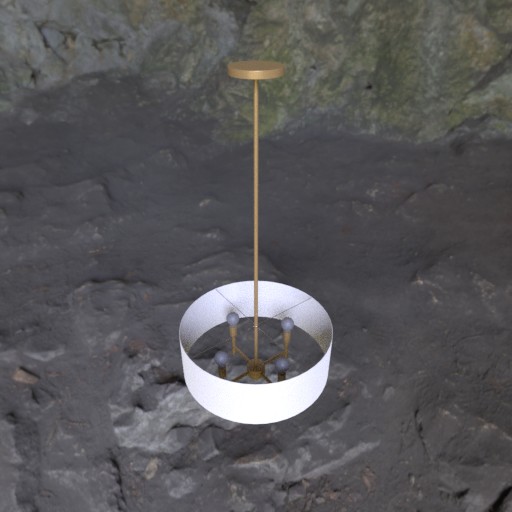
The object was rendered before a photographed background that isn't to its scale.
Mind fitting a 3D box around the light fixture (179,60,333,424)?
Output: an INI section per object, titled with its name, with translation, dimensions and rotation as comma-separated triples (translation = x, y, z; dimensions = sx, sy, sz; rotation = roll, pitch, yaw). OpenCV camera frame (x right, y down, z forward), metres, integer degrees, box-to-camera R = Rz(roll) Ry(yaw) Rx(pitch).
[light fixture]
translation = 0.000, 0.000, 1.332
dimensions = 0.508, 1.067, 0.508
rotation = 0, 33, 0
